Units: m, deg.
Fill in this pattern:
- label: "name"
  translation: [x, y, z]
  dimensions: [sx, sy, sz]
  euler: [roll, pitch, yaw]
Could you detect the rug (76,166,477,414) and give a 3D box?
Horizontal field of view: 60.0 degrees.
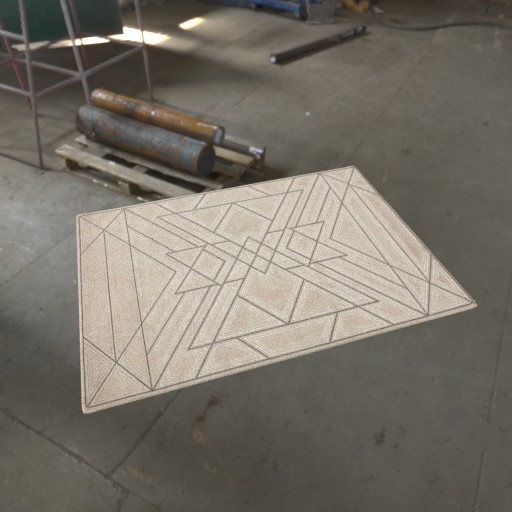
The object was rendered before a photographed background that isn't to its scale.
- label: "rug"
  translation: [0.000, 0.000, 4.399]
  dimensions: [3.381, 0.026, 2.436]
  euler: [-12, 45, -13]
